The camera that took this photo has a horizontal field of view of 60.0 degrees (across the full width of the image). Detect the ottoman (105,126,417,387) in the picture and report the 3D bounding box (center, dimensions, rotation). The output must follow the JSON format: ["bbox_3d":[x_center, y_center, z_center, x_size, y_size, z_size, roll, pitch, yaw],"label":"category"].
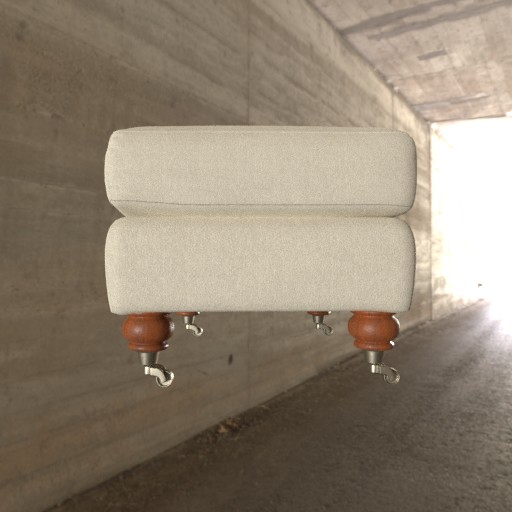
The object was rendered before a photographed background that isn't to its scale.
[{"bbox_3d":[0.000,0.000,1.141,0.569,0.499,0.773,0,-2,-2],"label":"ottoman"}]
